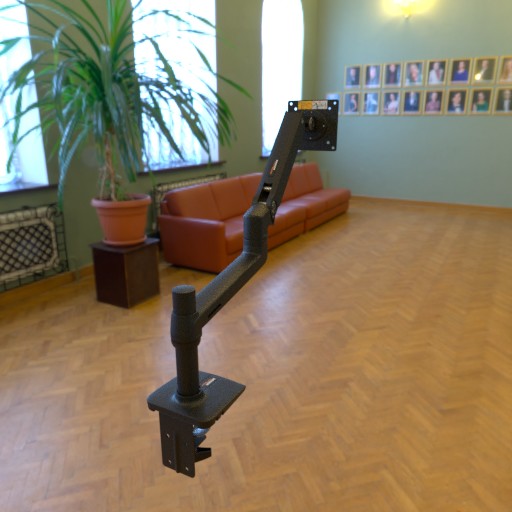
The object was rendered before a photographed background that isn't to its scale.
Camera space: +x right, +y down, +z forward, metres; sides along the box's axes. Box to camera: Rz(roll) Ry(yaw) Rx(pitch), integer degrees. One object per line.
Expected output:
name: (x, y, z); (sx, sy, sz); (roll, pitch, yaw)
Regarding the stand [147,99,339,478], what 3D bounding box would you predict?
stand: (0.000, 0.000, 1.030); (0.152, 0.713, 0.650); (9, 19, 27)
